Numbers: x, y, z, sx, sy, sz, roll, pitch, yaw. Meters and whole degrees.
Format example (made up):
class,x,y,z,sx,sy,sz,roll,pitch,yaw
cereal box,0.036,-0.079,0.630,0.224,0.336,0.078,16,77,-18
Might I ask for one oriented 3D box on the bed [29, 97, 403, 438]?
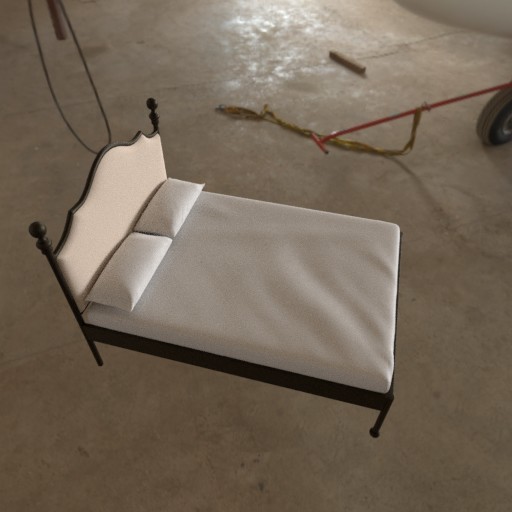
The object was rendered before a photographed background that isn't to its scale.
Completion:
class,x,y,z,sx,sy,sz,roll,pitch,yaw
bed,0.000,0.000,3.324,2.224,1.499,1.642,11,47,10
